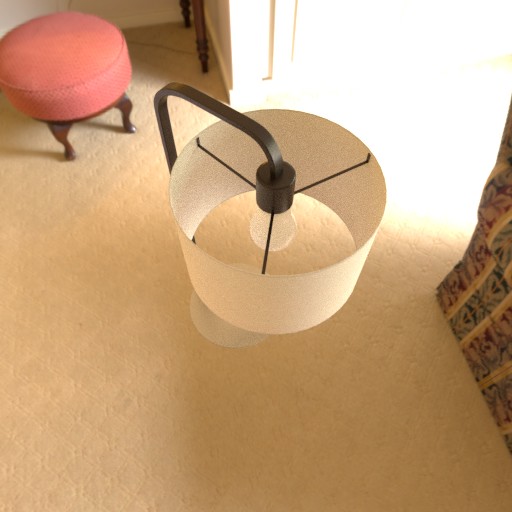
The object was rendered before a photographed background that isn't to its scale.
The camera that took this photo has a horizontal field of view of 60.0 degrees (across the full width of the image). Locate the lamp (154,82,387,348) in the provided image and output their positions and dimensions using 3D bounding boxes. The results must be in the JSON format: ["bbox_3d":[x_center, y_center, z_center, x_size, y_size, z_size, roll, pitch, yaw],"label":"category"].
[{"bbox_3d":[0.000,0.000,0.630,0.288,0.473,0.230,33,64,19],"label":"lamp"}]
